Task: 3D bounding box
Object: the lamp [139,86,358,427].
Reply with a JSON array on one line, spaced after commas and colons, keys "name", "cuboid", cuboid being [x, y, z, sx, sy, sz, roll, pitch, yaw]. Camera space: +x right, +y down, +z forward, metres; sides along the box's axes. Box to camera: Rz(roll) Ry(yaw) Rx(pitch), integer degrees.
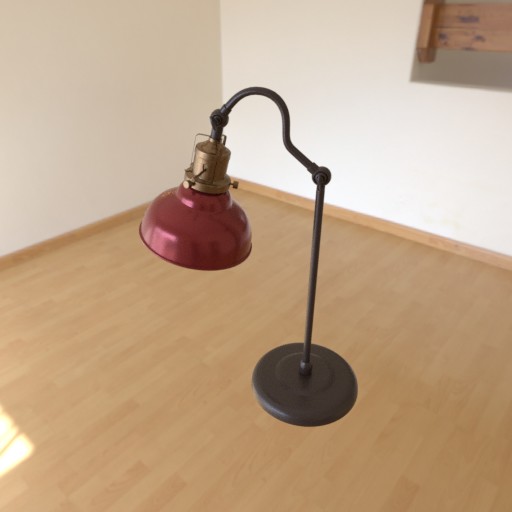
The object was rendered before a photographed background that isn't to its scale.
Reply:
[{"name": "lamp", "cuboid": [0.000, 0.000, 0.703, 0.374, 0.508, 0.192, 8, 31, 13]}]
